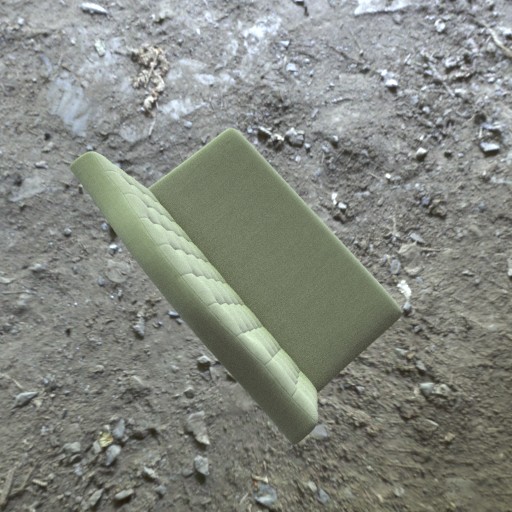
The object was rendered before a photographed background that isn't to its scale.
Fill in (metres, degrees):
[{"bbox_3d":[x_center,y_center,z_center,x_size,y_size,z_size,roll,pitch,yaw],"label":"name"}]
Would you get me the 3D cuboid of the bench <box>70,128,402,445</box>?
[{"bbox_3d":[0.000,0.000,2.074,0.815,1.180,1.335,-39,80,-9],"label":"bench"}]
